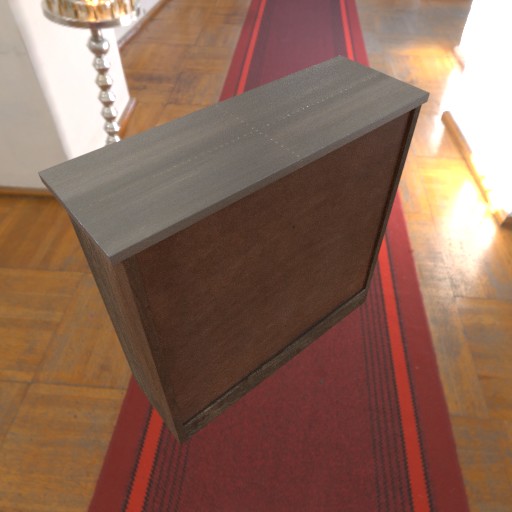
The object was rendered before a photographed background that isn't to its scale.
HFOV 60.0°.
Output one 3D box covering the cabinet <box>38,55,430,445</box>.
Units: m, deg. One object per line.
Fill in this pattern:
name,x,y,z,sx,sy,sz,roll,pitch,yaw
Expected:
cabinet,0.000,0.000,1.426,0.968,0.919,0.338,-31,54,-26
